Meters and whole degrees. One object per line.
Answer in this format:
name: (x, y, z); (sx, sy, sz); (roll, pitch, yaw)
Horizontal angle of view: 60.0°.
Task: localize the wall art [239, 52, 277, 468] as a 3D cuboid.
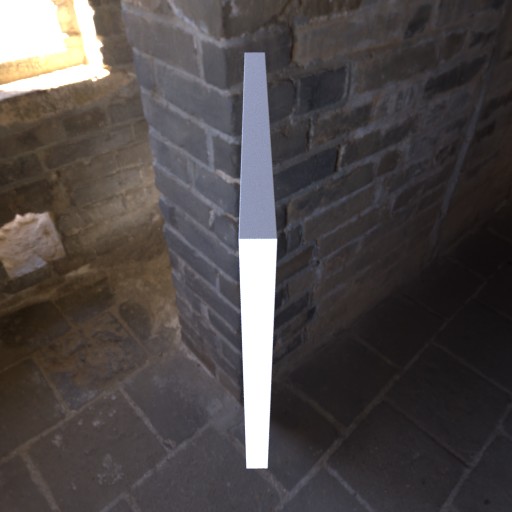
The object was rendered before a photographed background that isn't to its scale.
wall art: (0.000, 0.000, 0.765); (0.035, 0.507, 0.508); (0, 42, 0)
